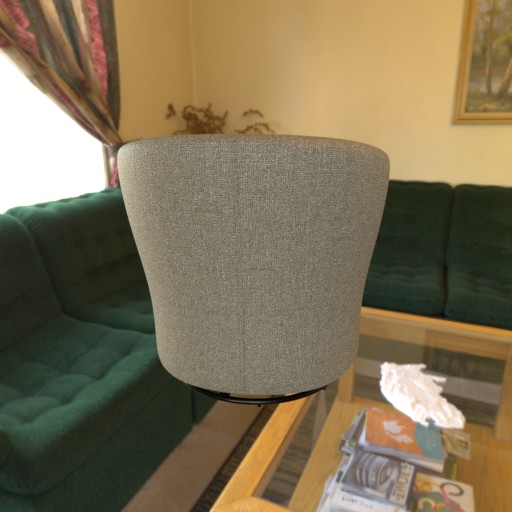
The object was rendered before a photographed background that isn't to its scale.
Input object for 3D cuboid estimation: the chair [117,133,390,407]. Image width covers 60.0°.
[{"bbox_3d":[0.000,0.000,1.430,0.791,0.771,0.815,2,16,6],"label":"chair"}]
